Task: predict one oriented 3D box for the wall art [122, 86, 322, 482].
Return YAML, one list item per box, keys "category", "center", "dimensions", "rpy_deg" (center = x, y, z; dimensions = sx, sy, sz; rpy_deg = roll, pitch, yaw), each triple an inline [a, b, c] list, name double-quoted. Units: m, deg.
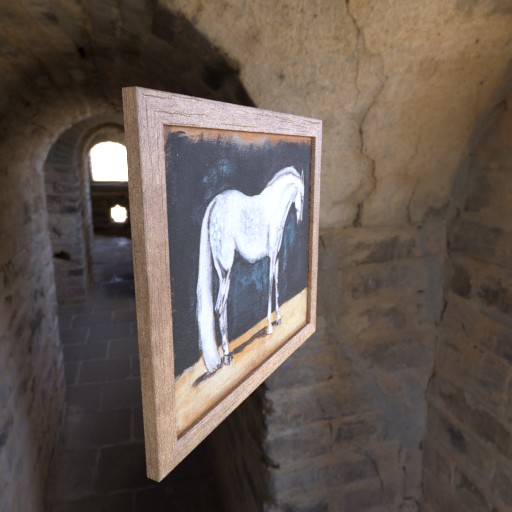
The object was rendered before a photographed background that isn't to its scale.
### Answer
- category: "wall art"
  center: [0.000, 0.000, 0.932]
  dimensions: [0.026, 0.588, 0.690]
  rpy_deg: [7, 15, 27]
